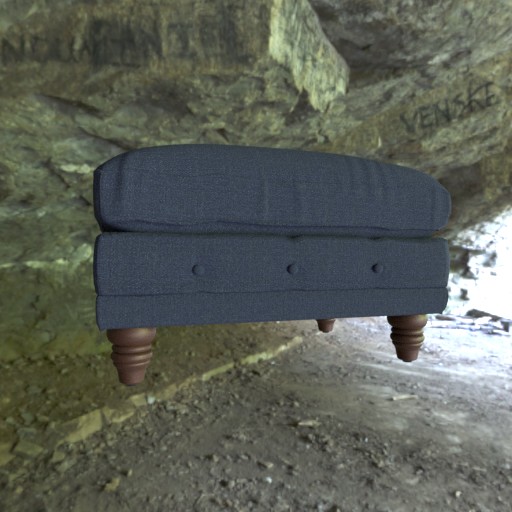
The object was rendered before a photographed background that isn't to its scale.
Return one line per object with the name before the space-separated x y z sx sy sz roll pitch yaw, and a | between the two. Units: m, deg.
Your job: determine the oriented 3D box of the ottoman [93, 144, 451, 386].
ottoman | 0.000 0.000 1.131 0.767 0.486 0.558 0 0 -18
